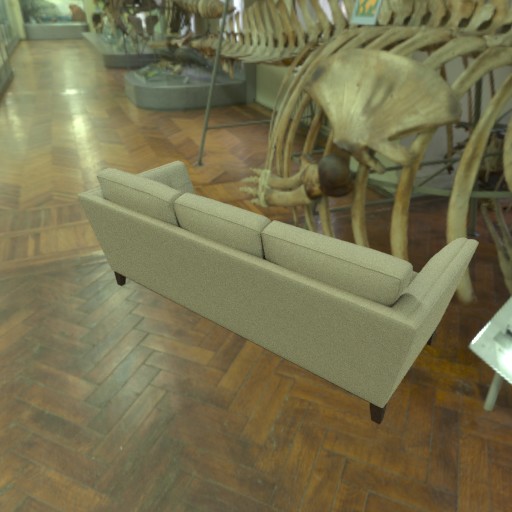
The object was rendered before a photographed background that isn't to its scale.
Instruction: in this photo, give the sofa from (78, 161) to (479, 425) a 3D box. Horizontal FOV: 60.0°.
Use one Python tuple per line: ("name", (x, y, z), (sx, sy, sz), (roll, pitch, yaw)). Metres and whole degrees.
("sofa", (0.000, 0.000, 2.900), (2.388, 0.940, 0.965), (21, 36, 32))
